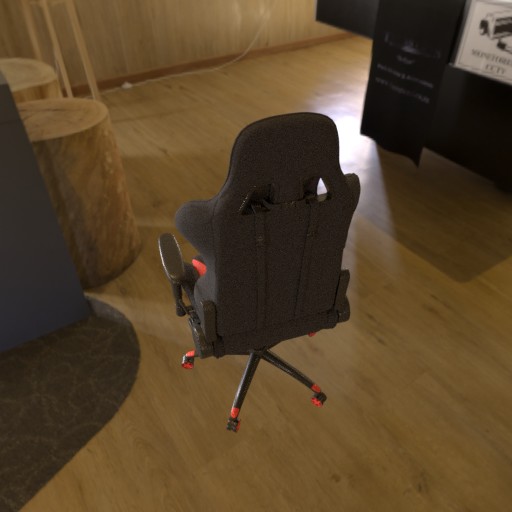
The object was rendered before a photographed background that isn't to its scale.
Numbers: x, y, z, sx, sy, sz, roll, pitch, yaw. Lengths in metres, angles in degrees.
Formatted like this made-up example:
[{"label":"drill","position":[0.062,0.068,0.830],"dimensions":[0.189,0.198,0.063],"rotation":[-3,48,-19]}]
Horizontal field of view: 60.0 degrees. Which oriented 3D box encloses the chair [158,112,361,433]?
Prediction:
[{"label":"chair","position":[0.000,0.000,1.691],"dimensions":[0.695,1.326,0.658],"rotation":[-12,42,-14]}]
